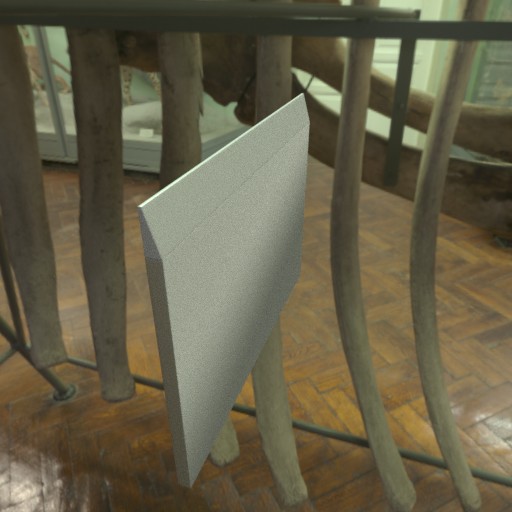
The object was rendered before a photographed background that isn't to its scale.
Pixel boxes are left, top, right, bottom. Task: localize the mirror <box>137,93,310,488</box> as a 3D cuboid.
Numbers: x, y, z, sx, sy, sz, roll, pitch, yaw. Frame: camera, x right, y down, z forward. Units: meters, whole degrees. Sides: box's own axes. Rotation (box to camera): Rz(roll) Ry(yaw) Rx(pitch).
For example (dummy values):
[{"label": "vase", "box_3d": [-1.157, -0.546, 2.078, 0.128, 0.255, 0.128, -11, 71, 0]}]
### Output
[{"label": "mirror", "box_3d": [0.000, 0.000, 1.112, 0.030, 0.630, 0.870, 10, 32, 17]}]
